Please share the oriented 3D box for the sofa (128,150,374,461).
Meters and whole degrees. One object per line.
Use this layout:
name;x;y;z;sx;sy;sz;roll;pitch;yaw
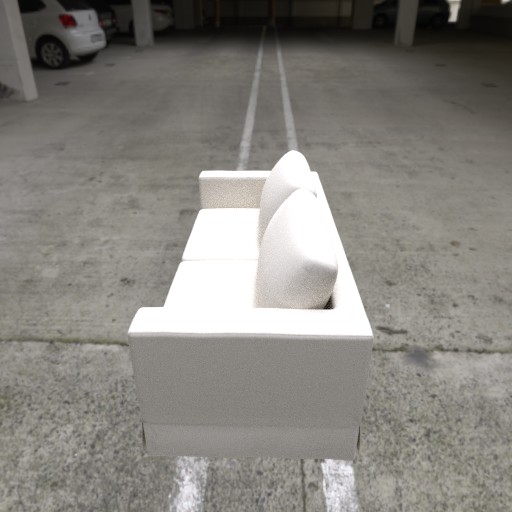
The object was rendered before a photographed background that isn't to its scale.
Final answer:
sofa;0.000;0.000;2.695;0.954;0.881;2.163;1;27;1
